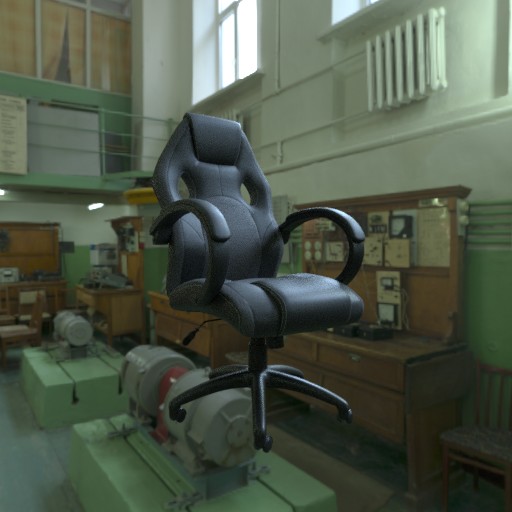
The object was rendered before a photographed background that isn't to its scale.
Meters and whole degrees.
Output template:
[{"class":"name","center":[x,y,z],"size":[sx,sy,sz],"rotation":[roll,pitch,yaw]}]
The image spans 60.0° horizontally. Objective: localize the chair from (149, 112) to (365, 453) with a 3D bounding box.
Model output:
[{"class":"chair","center":[0.000,0.000,1.674],"size":[0.673,1.187,0.724],"rotation":[-1,2,-36]}]
